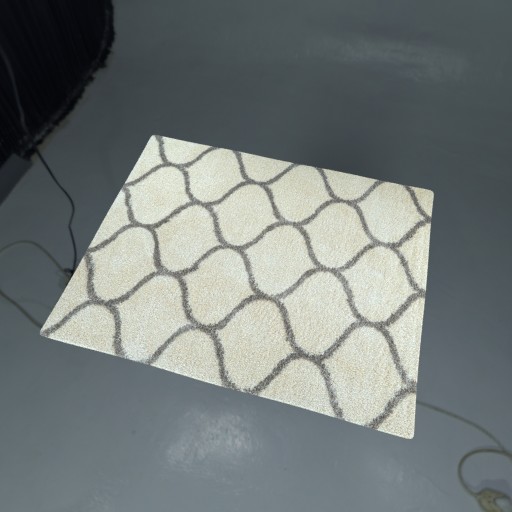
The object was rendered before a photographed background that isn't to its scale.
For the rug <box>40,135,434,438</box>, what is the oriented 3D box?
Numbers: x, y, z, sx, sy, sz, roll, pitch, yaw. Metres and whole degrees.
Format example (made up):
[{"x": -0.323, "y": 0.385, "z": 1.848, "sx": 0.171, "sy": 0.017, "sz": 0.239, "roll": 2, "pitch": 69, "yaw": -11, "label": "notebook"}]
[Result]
[{"x": 0.000, "y": 0.000, "z": 4.000, "sx": 3.000, "sy": 0.026, "sz": 2.399, "roll": 13, "pitch": 59, "yaw": 8, "label": "rug"}]
